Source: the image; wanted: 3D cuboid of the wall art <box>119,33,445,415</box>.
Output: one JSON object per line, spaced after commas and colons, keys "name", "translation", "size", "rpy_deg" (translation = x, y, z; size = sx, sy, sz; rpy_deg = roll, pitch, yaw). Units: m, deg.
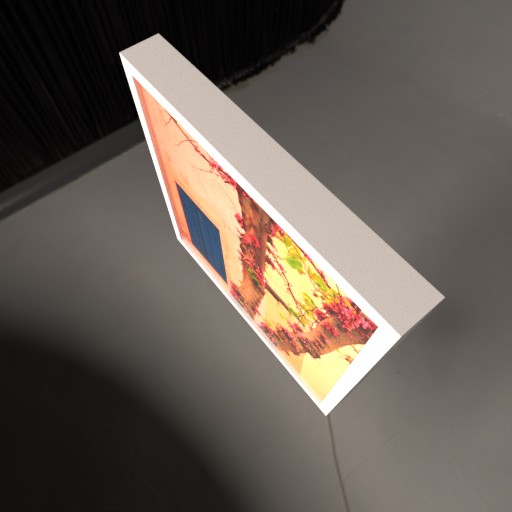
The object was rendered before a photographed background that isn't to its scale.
{"name": "wall art", "translation": [0.000, 0.000, 0.442], "size": [0.038, 0.302, 0.305], "rpy_deg": [-36, 68, -17]}
